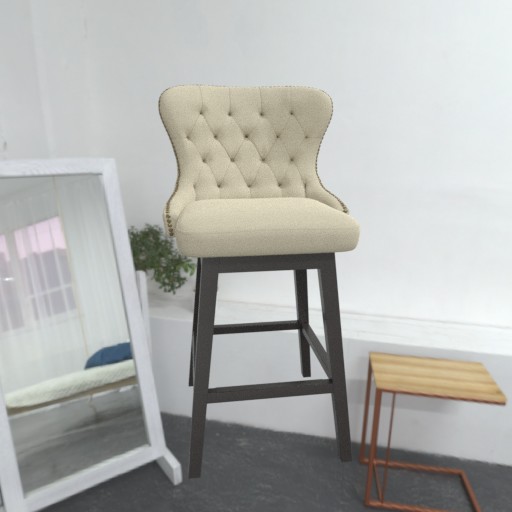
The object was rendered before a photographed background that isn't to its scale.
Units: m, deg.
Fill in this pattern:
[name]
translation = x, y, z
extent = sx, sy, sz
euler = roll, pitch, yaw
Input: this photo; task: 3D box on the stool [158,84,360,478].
[stool]
translation = 0.000, 0.000, 1.283
extent = 0.528, 0.971, 0.593
euler = -2, 16, -8
